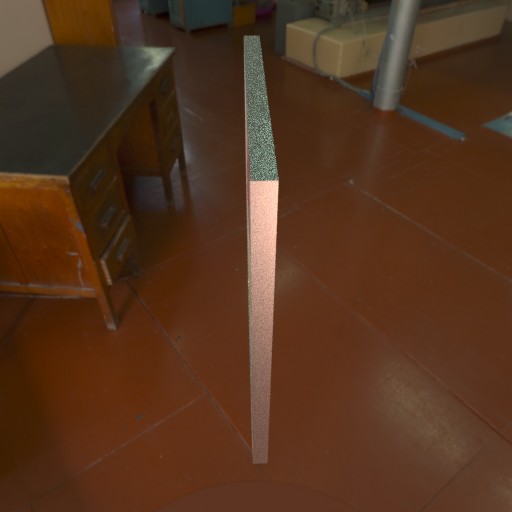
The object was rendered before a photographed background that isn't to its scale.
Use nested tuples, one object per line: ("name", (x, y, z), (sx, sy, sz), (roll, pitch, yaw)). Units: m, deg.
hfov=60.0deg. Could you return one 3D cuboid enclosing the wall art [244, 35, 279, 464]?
("wall art", (0.000, 0.000, 0.747), (0.025, 0.569, 0.444), (-1, 41, -1))
